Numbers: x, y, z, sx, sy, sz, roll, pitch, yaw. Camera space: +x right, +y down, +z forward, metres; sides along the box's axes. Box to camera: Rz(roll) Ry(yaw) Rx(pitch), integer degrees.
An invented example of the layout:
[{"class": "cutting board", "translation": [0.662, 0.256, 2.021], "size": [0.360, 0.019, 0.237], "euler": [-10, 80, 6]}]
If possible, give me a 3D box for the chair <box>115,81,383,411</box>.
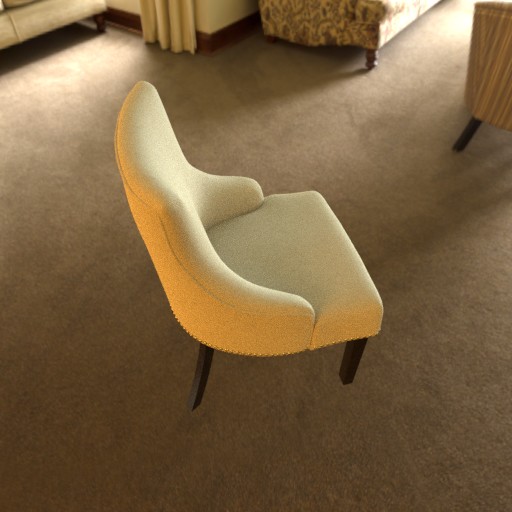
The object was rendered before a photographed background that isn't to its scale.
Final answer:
[{"class": "chair", "translation": [0.000, 0.000, 1.318], "size": [0.629, 0.909, 0.566], "euler": [-11, 48, -10]}]
